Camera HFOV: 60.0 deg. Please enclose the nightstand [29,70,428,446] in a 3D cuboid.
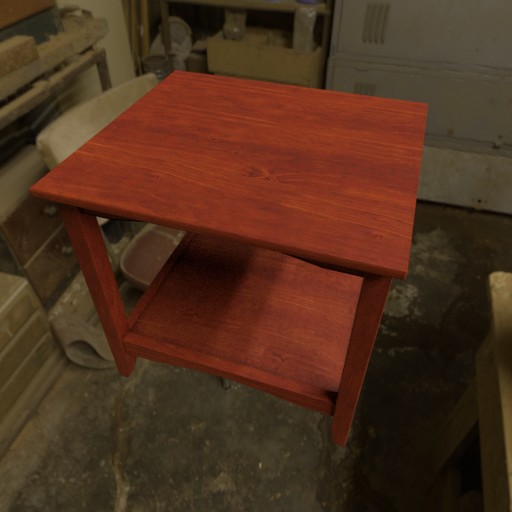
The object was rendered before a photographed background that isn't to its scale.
[{"bbox_3d":[0.000,0.000,0.968,0.558,0.558,0.501,13,45,13],"label":"nightstand"}]
